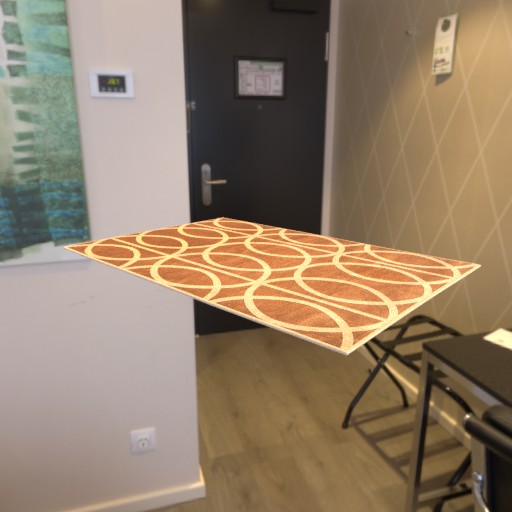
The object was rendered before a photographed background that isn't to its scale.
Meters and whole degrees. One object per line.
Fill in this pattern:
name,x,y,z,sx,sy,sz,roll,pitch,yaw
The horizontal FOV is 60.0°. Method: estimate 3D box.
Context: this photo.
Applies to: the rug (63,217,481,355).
rug,0.000,0.000,2.880,2.290,0.014,1.526,14,21,41
